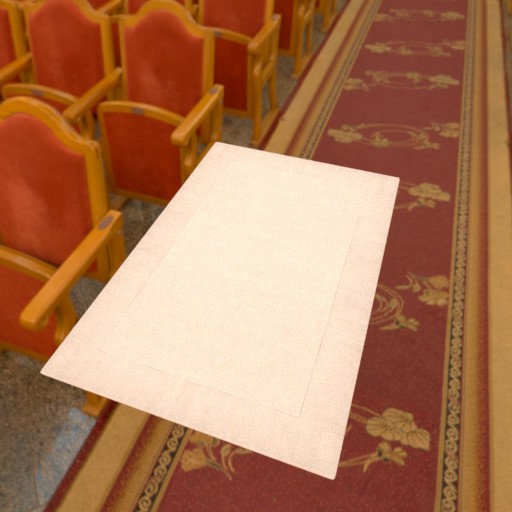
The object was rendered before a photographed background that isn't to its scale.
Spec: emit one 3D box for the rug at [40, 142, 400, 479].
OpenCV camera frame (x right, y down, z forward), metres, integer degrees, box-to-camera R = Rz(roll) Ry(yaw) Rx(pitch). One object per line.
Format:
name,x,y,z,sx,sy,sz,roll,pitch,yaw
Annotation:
rug,0.000,0.000,2.256,1.219,0.013,1.829,14,48,13
